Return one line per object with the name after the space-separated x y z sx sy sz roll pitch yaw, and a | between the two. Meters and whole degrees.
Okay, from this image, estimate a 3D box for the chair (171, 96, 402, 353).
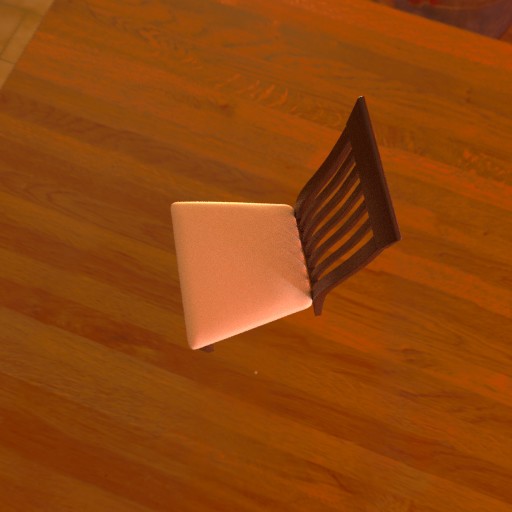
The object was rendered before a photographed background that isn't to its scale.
0.000 0.000 1.294 0.474 1.027 0.460 -9 75 -2 | chair
